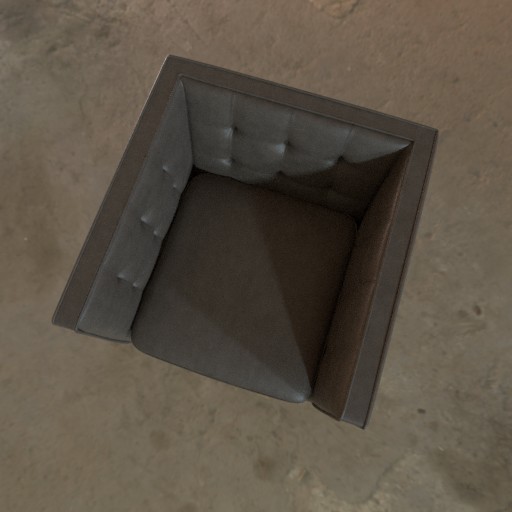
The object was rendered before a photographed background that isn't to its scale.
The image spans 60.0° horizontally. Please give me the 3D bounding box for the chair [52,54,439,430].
[{"bbox_3d":[0.000,0.000,1.585,0.880,0.790,0.894,17,76,4],"label":"chair"}]
